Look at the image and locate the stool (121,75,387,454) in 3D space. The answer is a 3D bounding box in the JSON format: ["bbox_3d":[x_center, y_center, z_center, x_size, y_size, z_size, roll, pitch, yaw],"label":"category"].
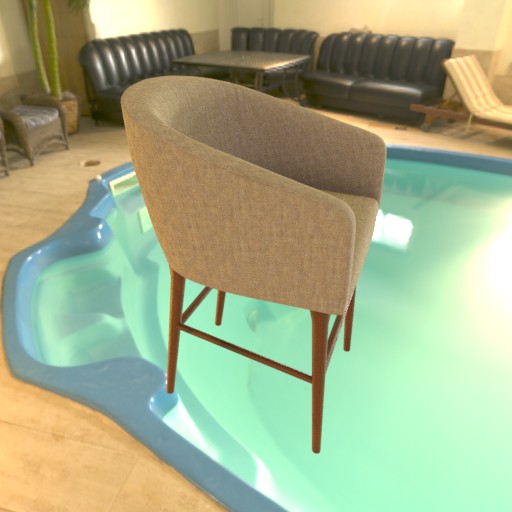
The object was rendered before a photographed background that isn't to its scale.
[{"bbox_3d":[0.000,0.000,1.317,0.635,0.952,0.559,11,33,18],"label":"stool"}]
